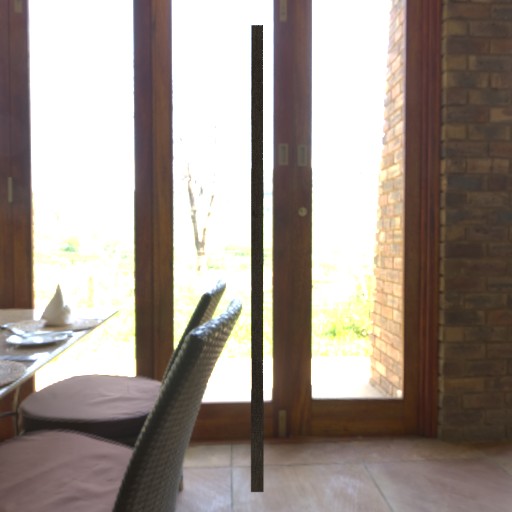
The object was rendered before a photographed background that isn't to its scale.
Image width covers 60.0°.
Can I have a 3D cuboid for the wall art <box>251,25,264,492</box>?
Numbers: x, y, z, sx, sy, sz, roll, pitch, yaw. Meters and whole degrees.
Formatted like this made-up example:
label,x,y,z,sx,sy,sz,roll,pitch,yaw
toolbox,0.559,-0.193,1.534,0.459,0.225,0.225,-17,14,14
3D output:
label,x,y,z,sx,sy,sz,roll,pitch,yaw
wall art,0.000,0.000,0.661,0.013,0.457,0.457,0,1,0
